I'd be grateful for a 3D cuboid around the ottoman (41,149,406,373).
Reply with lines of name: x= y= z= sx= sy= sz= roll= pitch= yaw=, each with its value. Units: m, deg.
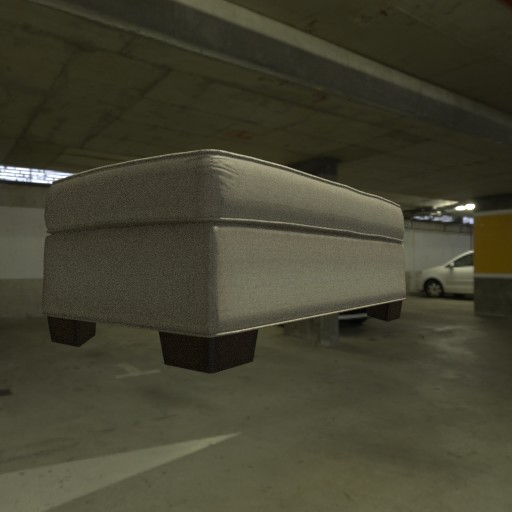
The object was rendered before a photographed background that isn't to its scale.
ottoman: x=0.000 y=0.000 z=1.424 sx=0.617 sy=0.461 sz=1.097 roll=-1 pitch=-1 yaw=37
